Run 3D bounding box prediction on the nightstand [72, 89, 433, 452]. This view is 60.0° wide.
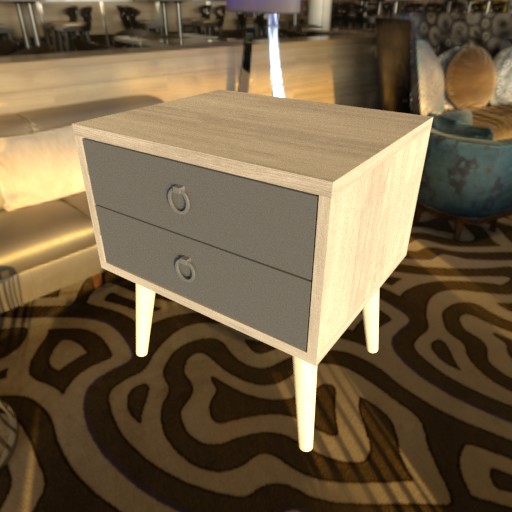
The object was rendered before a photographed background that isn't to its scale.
[{"bbox_3d":[0.000,0.000,0.834,0.450,0.500,0.380,19,35,30],"label":"nightstand"}]
